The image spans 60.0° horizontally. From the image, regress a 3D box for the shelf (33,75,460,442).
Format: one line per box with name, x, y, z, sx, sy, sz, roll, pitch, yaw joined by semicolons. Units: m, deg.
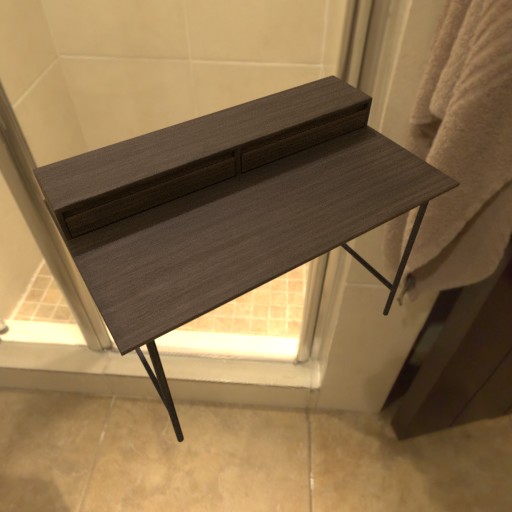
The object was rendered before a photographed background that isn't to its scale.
shelf;0.000;0.000;1.702;1.212;0.865;0.685;-25;51;-22
